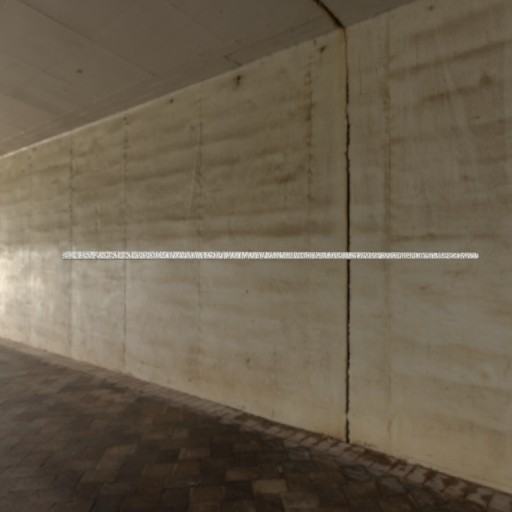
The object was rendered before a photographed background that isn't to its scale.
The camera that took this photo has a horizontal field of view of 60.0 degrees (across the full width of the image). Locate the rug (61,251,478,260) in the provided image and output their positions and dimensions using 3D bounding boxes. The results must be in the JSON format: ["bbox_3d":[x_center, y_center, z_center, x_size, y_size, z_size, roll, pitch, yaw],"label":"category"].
[{"bbox_3d":[0.000,0.000,2.357,1.778,0.030,1.219,0,0,-17],"label":"rug"}]
